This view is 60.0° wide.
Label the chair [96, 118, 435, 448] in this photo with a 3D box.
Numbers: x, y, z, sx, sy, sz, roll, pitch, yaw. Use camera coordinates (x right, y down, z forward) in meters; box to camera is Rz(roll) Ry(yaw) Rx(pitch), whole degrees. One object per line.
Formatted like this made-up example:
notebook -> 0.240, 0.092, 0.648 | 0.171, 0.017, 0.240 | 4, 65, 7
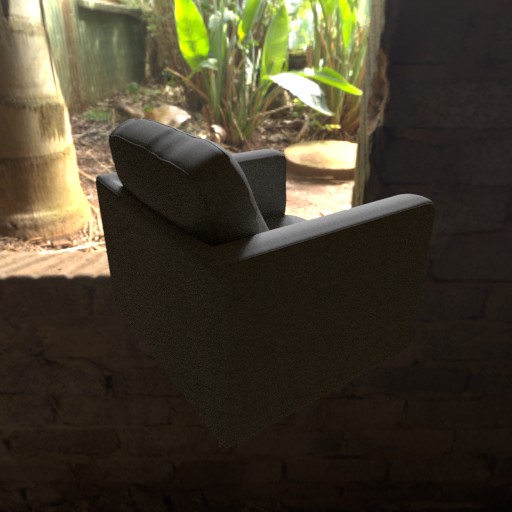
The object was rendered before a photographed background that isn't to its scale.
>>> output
chair -> 0.000, 0.000, 1.536 | 0.800, 0.927, 0.855 | -17, 31, -31
